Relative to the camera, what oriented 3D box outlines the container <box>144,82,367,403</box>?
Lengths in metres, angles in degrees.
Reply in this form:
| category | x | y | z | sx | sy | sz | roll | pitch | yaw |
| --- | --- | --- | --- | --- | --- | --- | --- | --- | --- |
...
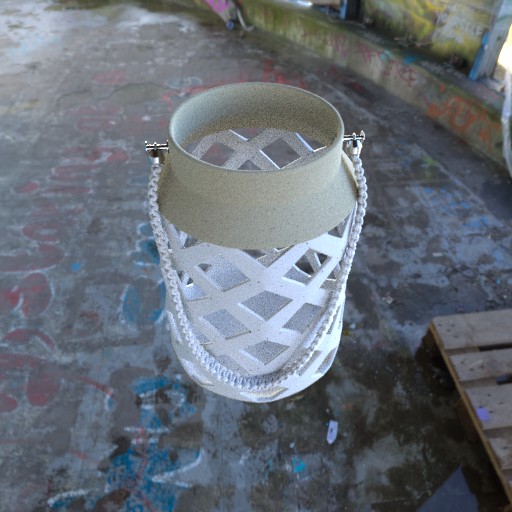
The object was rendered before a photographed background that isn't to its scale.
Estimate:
| category | x | y | z | sx | sy | sz | roll | pitch | yaw |
| --- | --- | --- | --- | --- | --- | --- | --- | --- | --- |
| container | 0.000 | 0.000 | 0.405 | 0.188 | 0.264 | 0.198 | -4 | 46 | -4 |
